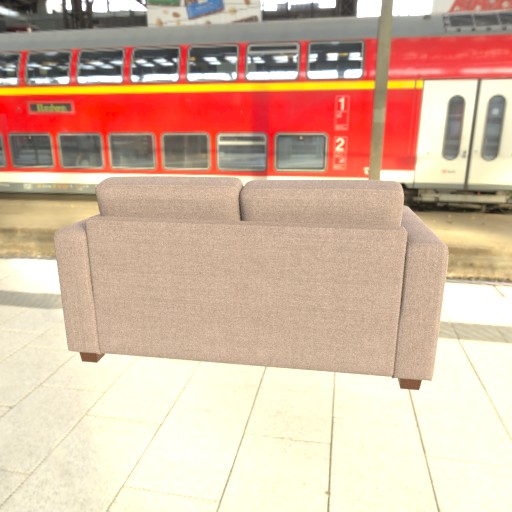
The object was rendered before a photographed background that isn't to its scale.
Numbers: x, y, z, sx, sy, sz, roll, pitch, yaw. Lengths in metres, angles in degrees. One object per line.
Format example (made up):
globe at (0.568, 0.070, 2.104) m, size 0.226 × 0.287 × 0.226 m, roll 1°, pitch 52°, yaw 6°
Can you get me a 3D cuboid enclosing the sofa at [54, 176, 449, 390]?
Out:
sofa at (0.000, 0.000, 2.109) m, size 1.520 × 0.800 × 0.900 m, roll 3°, pitch 16°, yaw 9°
